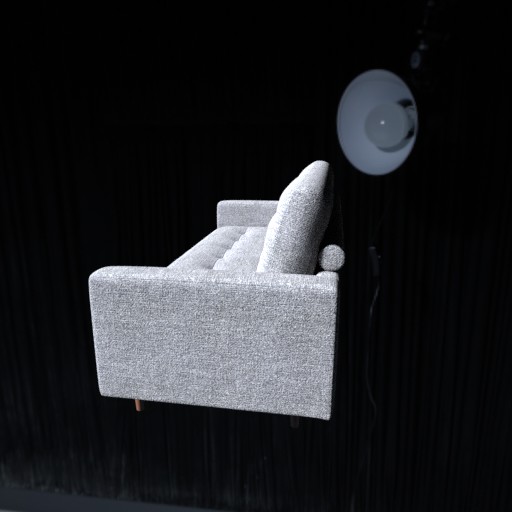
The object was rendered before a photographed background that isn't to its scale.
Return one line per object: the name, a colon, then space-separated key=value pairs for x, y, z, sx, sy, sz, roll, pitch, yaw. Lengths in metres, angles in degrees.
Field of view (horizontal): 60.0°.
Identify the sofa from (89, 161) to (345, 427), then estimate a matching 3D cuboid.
sofa: x=0.000 y=0.000 z=2.305 sx=0.863 sy=0.902 sz=1.821 roll=3 pitch=15 yaw=9
